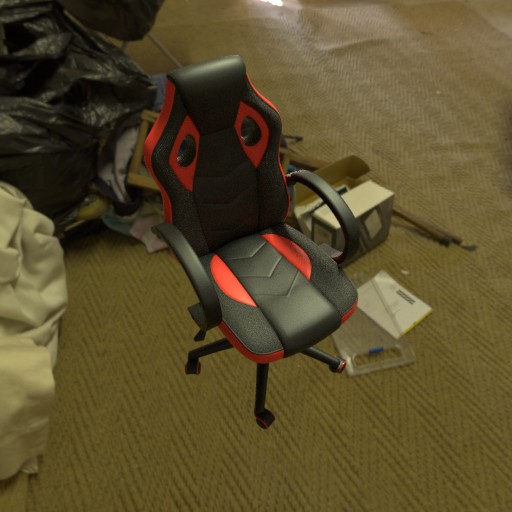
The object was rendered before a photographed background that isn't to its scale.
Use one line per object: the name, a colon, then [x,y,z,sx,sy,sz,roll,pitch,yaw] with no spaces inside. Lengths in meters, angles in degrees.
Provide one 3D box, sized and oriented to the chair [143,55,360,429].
chair: [0.000,0.000,1.397,0.600,1.016,0.642,-24,51,-21]
